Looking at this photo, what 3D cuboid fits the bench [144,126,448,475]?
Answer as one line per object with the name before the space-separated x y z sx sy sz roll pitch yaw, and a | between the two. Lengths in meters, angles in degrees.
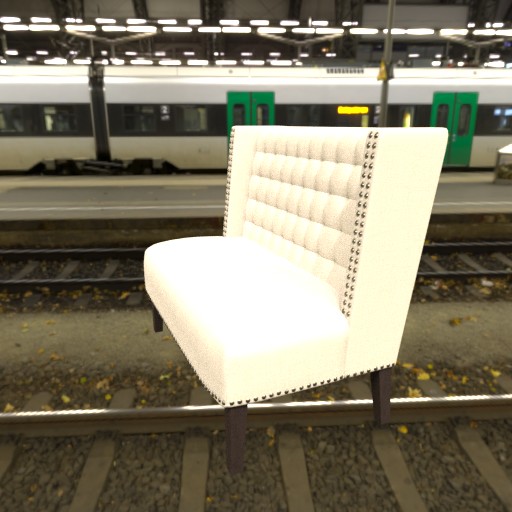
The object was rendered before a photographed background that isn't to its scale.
bench | 0.000 0.000 2.009 0.847 1.123 1.280 -7 18 -23
